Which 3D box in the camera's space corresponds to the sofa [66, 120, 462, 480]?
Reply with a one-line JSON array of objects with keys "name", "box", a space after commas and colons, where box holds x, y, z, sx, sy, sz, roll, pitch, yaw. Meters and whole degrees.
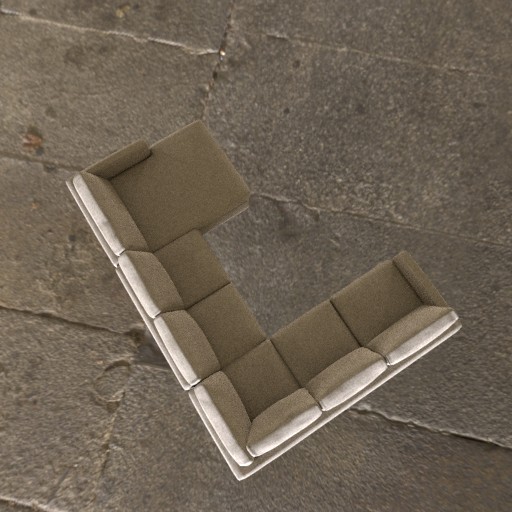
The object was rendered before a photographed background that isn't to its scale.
[{"name": "sofa", "box": [0.000, 0.000, 4.681, 2.593, 0.959, 3.460, -32, 78, -8]}]
